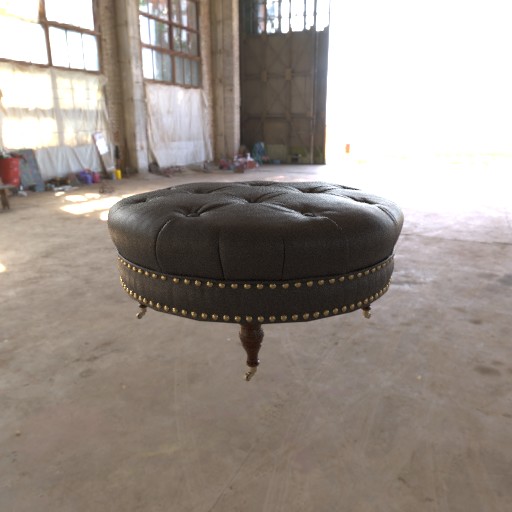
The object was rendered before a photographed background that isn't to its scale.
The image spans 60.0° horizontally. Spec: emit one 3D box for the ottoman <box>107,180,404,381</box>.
[{"bbox_3d":[0.000,0.000,1.435,0.901,0.439,0.901,0,16,0],"label":"ottoman"}]
